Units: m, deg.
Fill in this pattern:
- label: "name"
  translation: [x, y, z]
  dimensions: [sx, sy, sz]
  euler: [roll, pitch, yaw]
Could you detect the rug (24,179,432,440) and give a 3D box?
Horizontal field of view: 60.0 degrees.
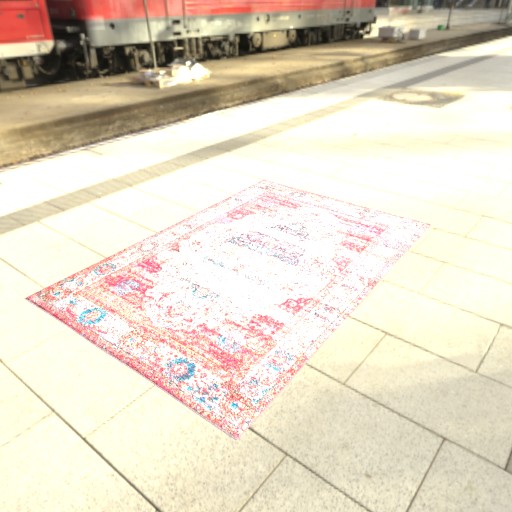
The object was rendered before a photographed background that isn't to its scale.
- label: "rug"
  translation: [0.000, 0.000, 2.290]
  dimensions: [1.219, 0.006, 1.829]
  euler: [21, 37, 31]
